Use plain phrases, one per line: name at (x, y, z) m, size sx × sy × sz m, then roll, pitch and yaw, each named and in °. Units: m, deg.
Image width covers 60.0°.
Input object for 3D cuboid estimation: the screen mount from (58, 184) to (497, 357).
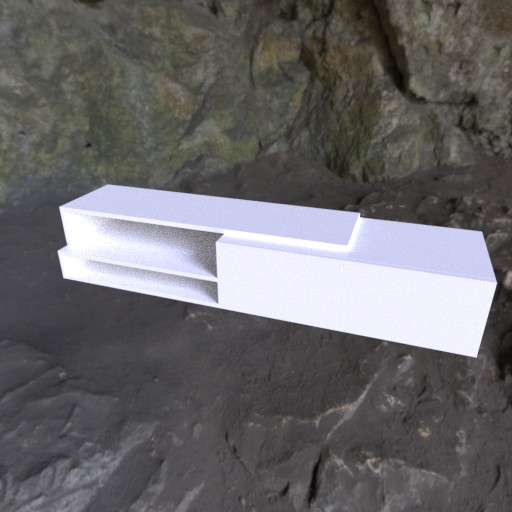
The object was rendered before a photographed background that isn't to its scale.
screen mount at (0.000, 0.000, 1.821) m, size 1.680 × 0.320 × 0.420 m, roll 9°, pitch 27°, yaw 17°
